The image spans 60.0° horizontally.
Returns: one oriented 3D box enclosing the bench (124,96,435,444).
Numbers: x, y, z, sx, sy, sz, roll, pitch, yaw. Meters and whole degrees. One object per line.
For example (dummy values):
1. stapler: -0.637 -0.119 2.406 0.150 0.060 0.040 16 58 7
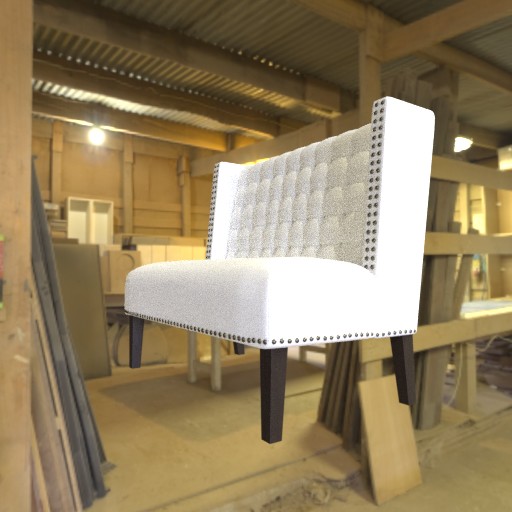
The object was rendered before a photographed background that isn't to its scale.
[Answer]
1. bench: 0.000 0.000 1.998 0.847 1.123 1.280 1 -2 -35
